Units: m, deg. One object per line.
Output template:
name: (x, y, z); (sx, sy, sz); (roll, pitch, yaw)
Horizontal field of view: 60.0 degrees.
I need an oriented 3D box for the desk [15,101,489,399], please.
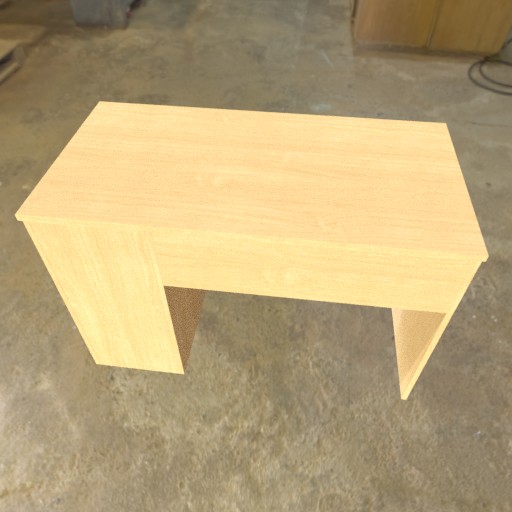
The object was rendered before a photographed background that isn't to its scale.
desk: (0.000, 0.000, 1.474); (1.097, 0.735, 0.560); (5, 47, 5)
